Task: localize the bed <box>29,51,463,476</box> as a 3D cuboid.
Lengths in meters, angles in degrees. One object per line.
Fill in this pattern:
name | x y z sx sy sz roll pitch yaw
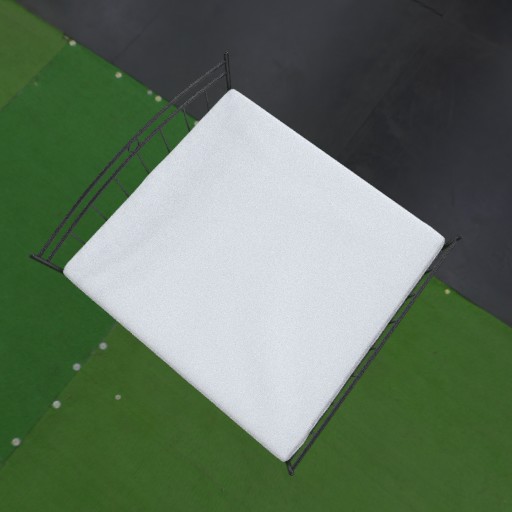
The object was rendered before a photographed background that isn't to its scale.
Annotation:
bed | 0.000 0.000 3.076 2.040 0.940 1.880 38 79 9
